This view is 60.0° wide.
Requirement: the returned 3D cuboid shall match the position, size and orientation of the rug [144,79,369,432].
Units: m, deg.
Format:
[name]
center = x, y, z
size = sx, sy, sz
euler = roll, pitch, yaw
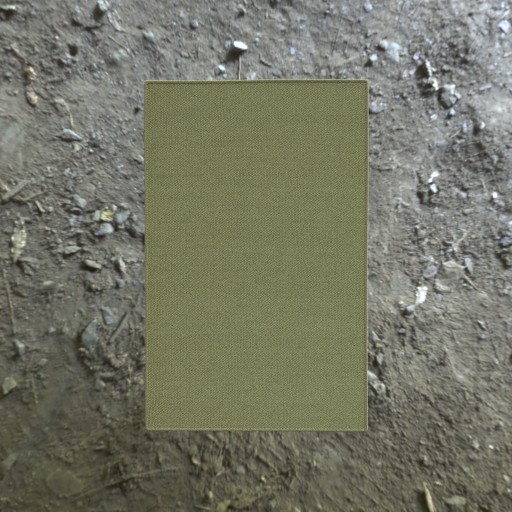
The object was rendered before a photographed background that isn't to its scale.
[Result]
[rug]
center = 0.000, 0.000, 2.110
size = 1.067, 0.013, 1.676
euler = 0, 90, 0
